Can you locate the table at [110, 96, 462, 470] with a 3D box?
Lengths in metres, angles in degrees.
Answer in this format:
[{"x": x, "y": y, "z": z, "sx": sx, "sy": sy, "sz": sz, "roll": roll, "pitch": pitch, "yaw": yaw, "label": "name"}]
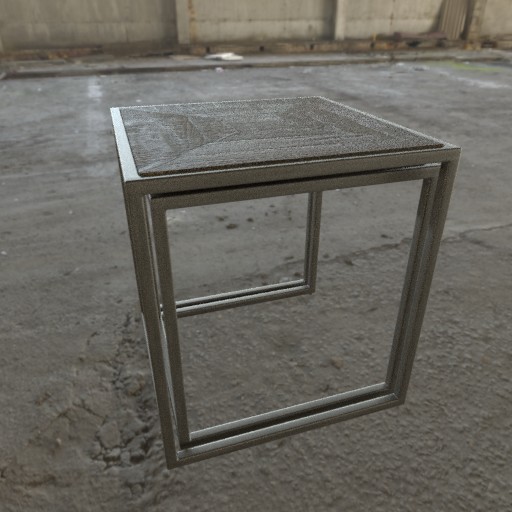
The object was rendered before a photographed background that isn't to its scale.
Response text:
[{"x": 0.000, "y": 0.000, "z": 0.851, "sx": 0.449, "sy": 0.500, "sz": 0.450, "roll": -9, "pitch": 30, "yaw": -16, "label": "table"}]
